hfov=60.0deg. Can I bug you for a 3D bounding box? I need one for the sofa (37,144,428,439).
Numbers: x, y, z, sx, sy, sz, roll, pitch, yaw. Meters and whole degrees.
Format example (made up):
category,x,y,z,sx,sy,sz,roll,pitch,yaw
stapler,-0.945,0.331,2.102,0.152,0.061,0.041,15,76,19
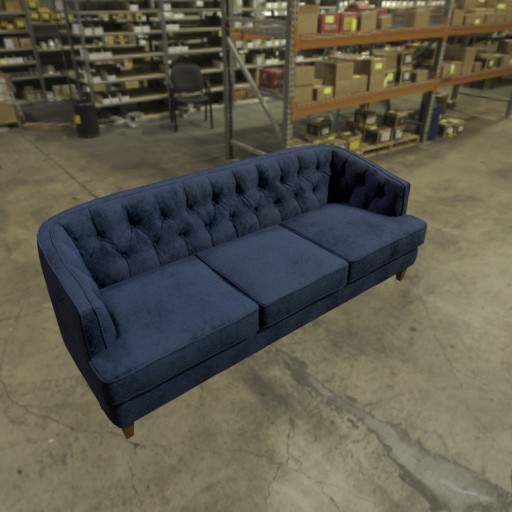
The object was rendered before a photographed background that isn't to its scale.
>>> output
category,x,y,z,sx,sy,sz,roll,pitch,yaw
sofa,0.000,0.000,2.675,2.278,0.855,0.941,-22,38,-32
